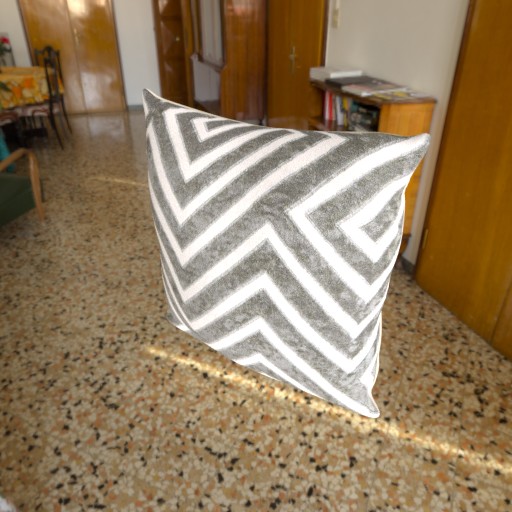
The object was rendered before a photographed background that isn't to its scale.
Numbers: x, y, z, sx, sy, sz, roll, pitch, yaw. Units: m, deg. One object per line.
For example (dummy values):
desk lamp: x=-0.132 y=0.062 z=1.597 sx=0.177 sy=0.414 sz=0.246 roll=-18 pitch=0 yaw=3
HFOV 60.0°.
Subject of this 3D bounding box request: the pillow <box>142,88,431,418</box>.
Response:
pillow: x=0.000 y=0.000 z=0.666 sx=0.440 sy=0.441 sz=0.182 roll=19 pitch=35 yaw=30
